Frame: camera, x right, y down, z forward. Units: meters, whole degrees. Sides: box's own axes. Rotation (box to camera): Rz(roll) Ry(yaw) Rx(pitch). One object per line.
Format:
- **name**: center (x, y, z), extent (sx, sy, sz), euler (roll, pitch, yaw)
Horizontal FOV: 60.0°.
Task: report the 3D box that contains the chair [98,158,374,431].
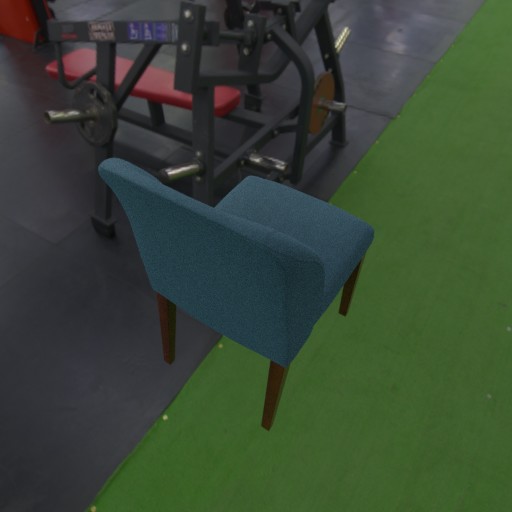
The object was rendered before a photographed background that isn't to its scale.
- **chair**: center (0.000, 0.000, 1.267), extent (0.507, 0.879, 0.620), euler (26, 52, 22)
